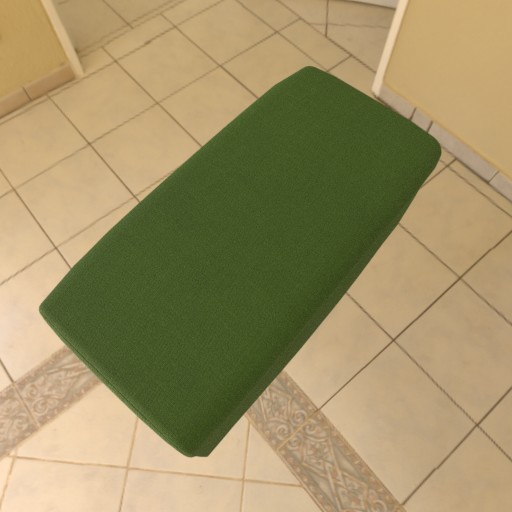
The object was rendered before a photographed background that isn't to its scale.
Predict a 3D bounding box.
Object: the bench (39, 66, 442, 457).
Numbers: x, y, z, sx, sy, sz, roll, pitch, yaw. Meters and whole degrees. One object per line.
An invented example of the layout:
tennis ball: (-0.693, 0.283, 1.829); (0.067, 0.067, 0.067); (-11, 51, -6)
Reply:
bench: (0.000, 0.000, 1.259); (0.505, 0.501, 0.989); (38, 70, 16)
